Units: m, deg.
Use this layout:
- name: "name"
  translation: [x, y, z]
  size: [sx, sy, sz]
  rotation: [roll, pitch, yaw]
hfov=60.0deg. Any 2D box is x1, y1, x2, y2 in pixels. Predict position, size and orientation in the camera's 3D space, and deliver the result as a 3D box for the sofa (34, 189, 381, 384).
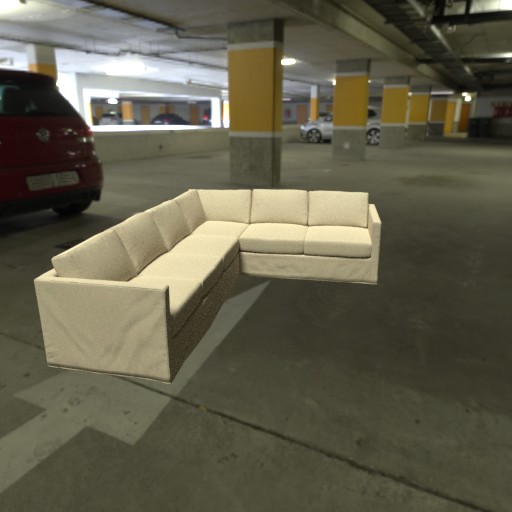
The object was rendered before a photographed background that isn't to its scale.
- name: "sofa"
  translation: [0.000, 0.000, 4.283]
  size: [2.432, 0.871, 3.182]
  rotation: [3, 18, 10]
